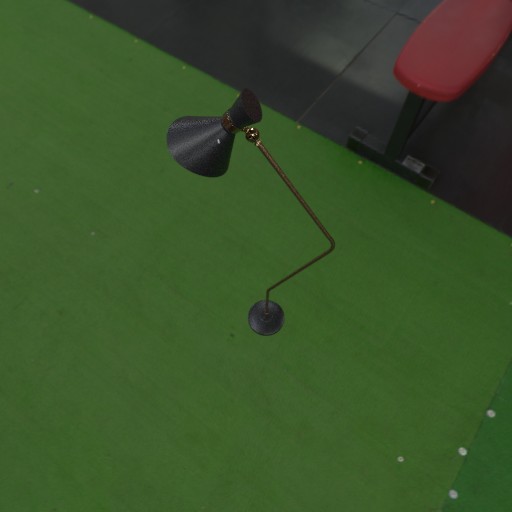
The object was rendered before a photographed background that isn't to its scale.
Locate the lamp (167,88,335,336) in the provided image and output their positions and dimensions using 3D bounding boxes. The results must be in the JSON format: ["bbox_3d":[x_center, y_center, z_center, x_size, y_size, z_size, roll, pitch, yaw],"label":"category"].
[{"bbox_3d":[0.000,0.000,1.624,0.467,1.438,0.277,35,68,17],"label":"lamp"}]
